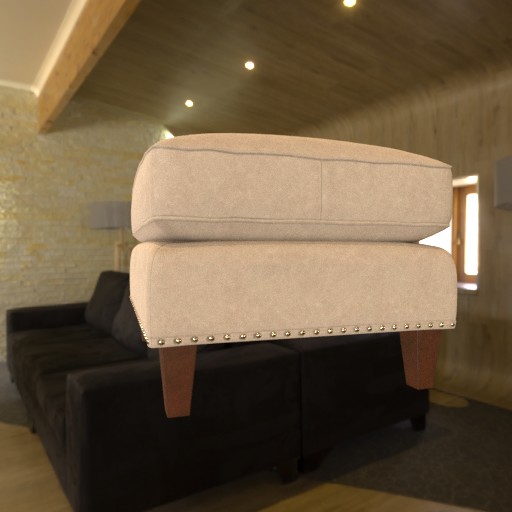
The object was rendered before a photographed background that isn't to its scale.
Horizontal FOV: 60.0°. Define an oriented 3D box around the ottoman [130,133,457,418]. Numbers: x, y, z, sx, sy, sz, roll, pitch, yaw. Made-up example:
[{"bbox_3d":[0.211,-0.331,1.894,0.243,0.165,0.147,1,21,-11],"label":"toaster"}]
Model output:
[{"bbox_3d":[0.000,0.000,1.105,0.584,0.513,0.741,0,1,-18],"label":"ottoman"}]
